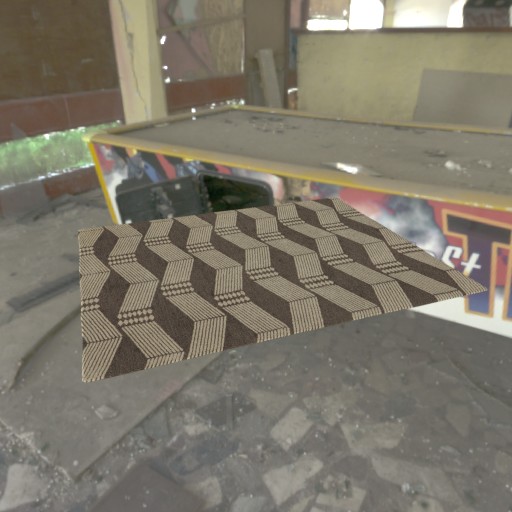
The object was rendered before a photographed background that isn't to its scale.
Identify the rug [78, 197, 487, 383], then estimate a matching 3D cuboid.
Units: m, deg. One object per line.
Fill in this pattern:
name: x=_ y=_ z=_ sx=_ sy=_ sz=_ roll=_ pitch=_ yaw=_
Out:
rug: x=0.000 y=0.000 z=4.066 sx=3.048 sy=0.016 sz=2.438 roll=-9 pitch=28 yaw=-18
